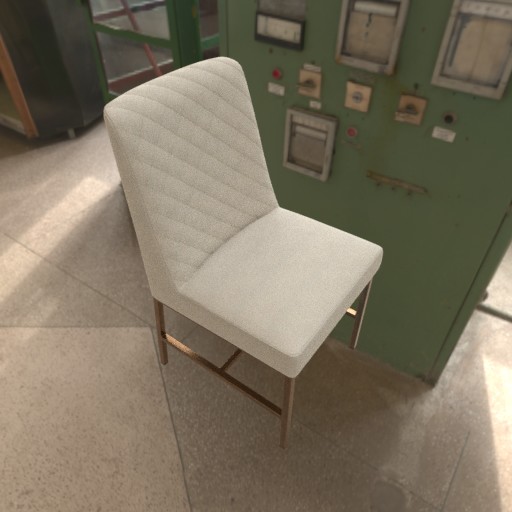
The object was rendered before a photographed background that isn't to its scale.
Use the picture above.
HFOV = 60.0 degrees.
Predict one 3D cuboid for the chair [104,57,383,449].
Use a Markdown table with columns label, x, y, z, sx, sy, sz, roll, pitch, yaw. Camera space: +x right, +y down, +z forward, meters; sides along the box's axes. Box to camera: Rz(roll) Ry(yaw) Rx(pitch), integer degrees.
| label | x | y | z | sx | sy | sz | roll | pitch | yaw |
| --- | --- | --- | --- | --- | --- | --- | --- | --- | --- |
| chair | 0.000 | 0.000 | 1.299 | 0.597 | 0.933 | 0.503 | 26 | 48 | 26 |
